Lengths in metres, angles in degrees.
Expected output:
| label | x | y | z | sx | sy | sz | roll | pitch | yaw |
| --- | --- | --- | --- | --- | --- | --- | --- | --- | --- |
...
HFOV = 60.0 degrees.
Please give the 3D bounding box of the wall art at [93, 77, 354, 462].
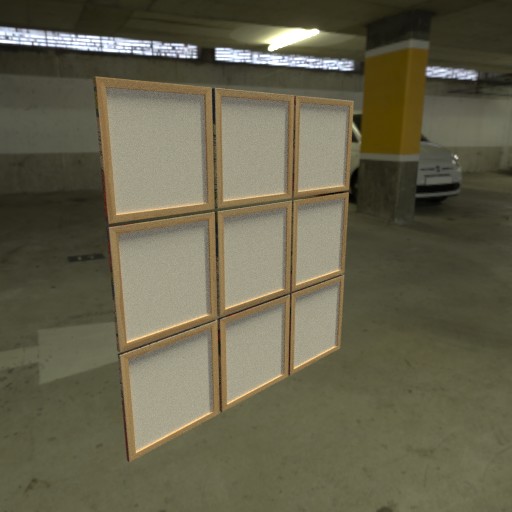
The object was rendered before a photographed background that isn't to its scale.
| label | x | y | z | sx | sy | sz | roll | pitch | yaw |
| --- | --- | --- | --- | --- | --- | --- | --- | --- | --- |
| wall art | 0.000 | 0.000 | 1.312 | 0.904 | 0.913 | 0.013 | -14 | 21 | -42 |
